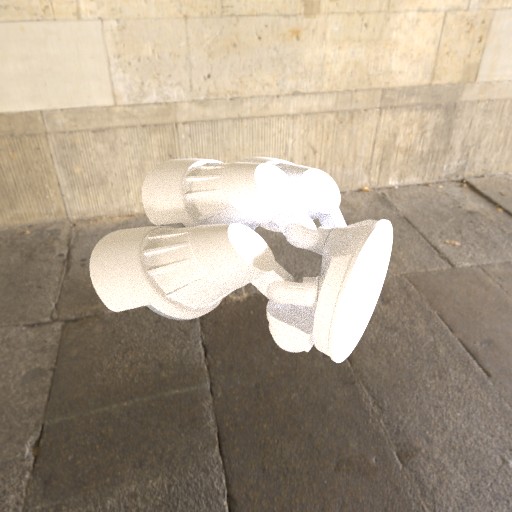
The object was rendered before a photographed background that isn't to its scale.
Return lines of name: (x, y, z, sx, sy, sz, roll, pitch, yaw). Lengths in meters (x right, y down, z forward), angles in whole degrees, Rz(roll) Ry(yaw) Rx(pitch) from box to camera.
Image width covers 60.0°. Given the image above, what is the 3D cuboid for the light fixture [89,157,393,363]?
light fixture: (0.000, 0.000, 0.540, 0.278, 0.237, 0.369, 20, 39, 27)
